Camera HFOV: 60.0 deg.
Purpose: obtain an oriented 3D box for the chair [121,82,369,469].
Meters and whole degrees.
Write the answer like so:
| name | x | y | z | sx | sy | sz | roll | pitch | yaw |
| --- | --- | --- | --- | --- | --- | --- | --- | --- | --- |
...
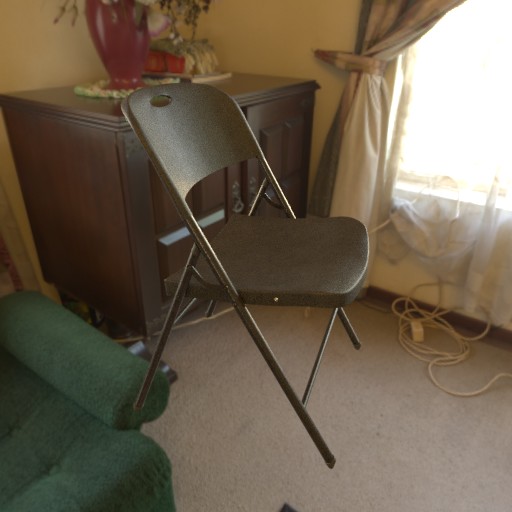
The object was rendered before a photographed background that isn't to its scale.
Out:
| name | x | y | z | sx | sy | sz | roll | pitch | yaw |
| --- | --- | --- | --- | --- | --- | --- | --- | --- | --- |
| chair | 0.000 | 0.000 | 1.154 | 0.566 | 0.810 | 0.494 | 9 | 29 | 17 |
